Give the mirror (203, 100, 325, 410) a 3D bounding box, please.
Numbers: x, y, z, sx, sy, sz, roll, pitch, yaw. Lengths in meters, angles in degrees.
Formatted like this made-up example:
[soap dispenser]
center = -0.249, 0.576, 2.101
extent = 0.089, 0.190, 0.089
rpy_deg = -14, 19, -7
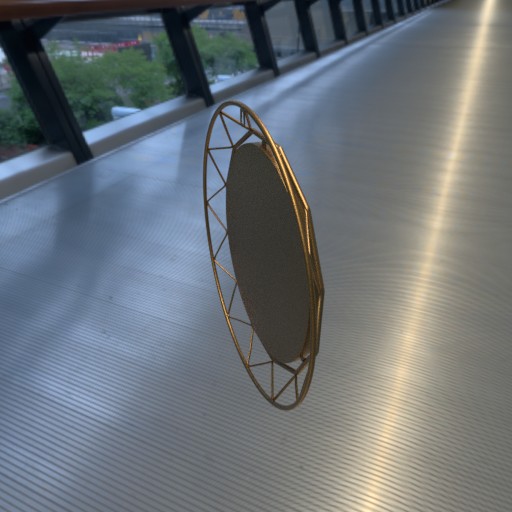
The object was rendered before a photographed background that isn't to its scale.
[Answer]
[mirror]
center = 0.000, 0.000, 0.678
extent = 0.043, 0.454, 0.454
rpy_deg = -11, 32, -18
